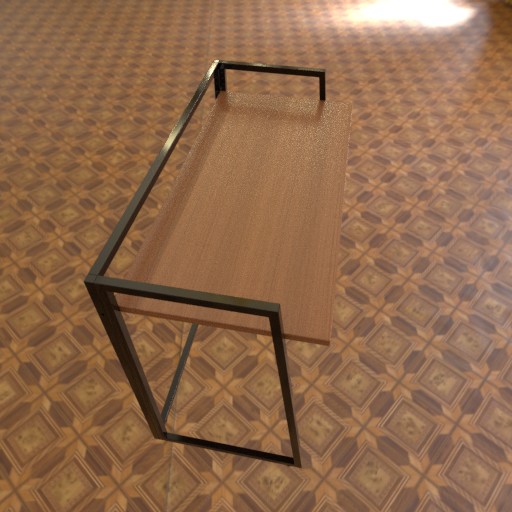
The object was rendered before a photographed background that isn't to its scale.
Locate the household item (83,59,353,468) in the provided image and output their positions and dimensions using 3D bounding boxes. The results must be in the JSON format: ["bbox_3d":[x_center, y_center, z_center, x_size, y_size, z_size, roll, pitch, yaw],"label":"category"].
[{"bbox_3d":[0.000,0.000,1.526,0.510,0.860,1.050,8,48,7],"label":"household item"}]
